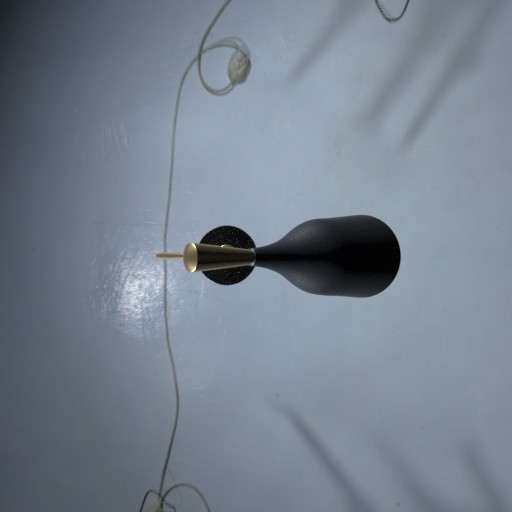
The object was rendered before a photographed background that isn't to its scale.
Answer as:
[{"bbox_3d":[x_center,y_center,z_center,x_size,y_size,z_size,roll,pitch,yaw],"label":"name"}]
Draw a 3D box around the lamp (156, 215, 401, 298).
[{"bbox_3d":[0.000,0.000,0.641,0.352,0.464,0.110,0,90,1],"label":"lamp"}]
